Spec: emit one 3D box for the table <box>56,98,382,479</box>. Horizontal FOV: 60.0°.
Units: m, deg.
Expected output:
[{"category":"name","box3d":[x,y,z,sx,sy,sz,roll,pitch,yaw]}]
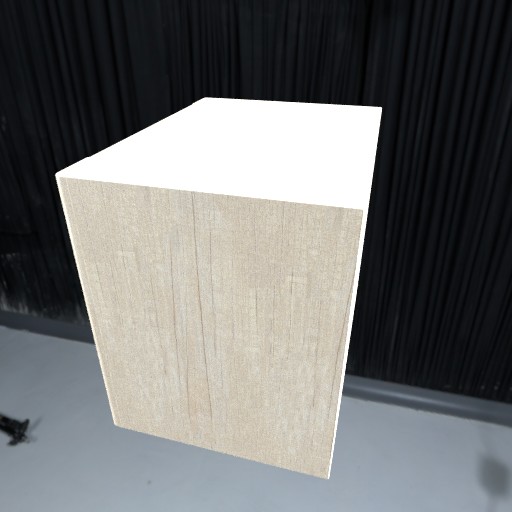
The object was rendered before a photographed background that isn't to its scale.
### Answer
[{"category":"table","box3d":[0.000,0.000,0.923,0.420,0.510,0.570,8,31,14]}]
